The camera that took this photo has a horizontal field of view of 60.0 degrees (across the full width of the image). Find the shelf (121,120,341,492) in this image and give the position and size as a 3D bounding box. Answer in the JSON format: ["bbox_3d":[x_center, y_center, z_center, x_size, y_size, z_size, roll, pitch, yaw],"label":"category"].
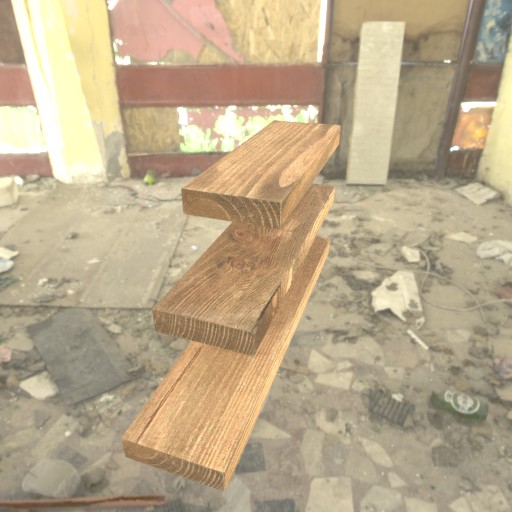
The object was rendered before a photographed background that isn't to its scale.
[{"bbox_3d":[0.000,0.000,0.724,0.140,0.293,0.610,10,32,17],"label":"shelf"}]
